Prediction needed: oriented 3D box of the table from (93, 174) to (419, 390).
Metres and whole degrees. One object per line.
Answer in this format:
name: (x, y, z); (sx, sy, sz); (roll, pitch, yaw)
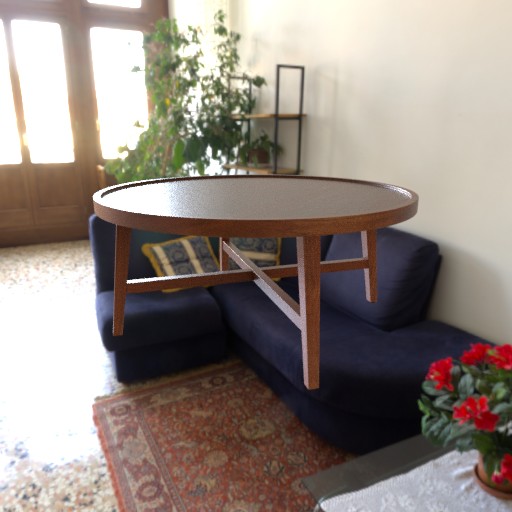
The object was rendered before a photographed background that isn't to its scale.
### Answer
table: (0.000, 0.000, 1.204); (0.800, 0.360, 0.800); (0, 16, 0)
